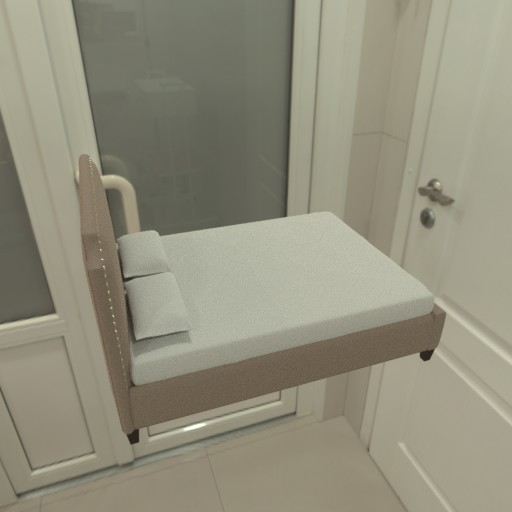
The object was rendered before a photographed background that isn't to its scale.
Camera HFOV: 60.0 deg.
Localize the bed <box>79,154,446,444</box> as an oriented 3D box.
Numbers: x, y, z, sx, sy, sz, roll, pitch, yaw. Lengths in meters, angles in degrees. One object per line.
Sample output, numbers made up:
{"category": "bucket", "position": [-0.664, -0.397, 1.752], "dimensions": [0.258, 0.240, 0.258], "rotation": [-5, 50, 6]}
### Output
{"category": "bed", "position": [0.000, 0.000, 3.437], "dimensions": [2.372, 1.443, 1.713], "rotation": [-10, 31, -17]}
